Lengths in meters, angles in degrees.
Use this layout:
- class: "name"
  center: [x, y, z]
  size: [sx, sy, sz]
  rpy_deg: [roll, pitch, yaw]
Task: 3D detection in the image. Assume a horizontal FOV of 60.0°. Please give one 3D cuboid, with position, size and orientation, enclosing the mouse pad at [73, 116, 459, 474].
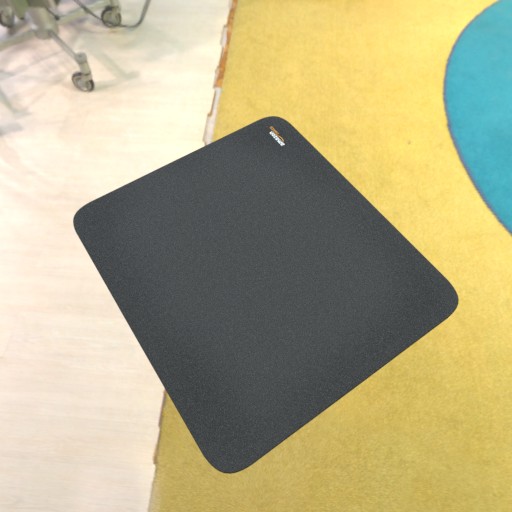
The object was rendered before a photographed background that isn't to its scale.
- class: "mouse pad"
  center: [0.000, 0.000, 0.327]
  size: [0.203, 0.003, 0.229]
  rpy_deg: [-31, 64, -16]
